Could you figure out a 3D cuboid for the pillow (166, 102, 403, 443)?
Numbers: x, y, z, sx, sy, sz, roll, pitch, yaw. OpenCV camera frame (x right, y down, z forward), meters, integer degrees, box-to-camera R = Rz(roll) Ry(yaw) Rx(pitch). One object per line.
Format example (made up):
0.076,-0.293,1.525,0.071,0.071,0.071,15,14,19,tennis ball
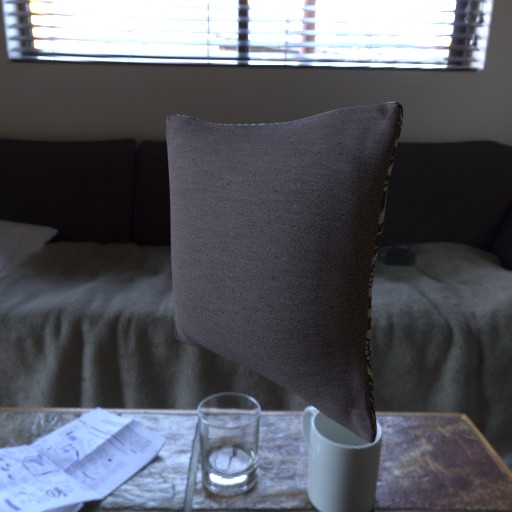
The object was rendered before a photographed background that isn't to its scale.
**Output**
0.000,0.000,0.661,0.148,0.417,0.436,-15,21,-43,pillow
